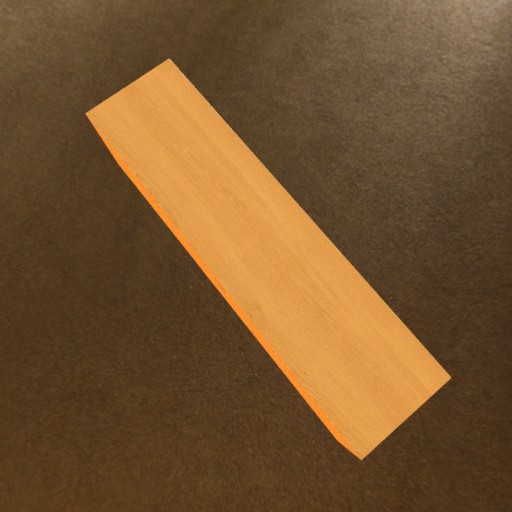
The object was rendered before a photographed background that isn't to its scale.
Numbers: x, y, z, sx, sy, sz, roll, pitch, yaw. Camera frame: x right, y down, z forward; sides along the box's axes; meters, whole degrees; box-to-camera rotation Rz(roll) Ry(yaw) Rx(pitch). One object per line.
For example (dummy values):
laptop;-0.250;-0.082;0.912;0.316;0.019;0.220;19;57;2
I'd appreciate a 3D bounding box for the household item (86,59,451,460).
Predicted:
household item;0.000;0.000;1.799;0.400;0.600;1.550;-38;78;-9
